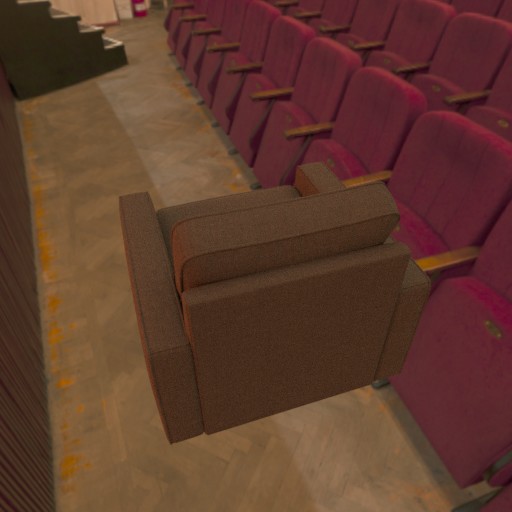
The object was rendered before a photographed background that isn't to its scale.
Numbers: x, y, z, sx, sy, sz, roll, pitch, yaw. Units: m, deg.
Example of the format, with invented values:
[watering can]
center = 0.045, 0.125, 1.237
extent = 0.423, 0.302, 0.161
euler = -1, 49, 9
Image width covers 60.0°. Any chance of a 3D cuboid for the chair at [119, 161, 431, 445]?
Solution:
[chair]
center = 0.000, 0.000, 1.818
extent = 1.017, 0.919, 0.940
euler = -12, 42, -14
